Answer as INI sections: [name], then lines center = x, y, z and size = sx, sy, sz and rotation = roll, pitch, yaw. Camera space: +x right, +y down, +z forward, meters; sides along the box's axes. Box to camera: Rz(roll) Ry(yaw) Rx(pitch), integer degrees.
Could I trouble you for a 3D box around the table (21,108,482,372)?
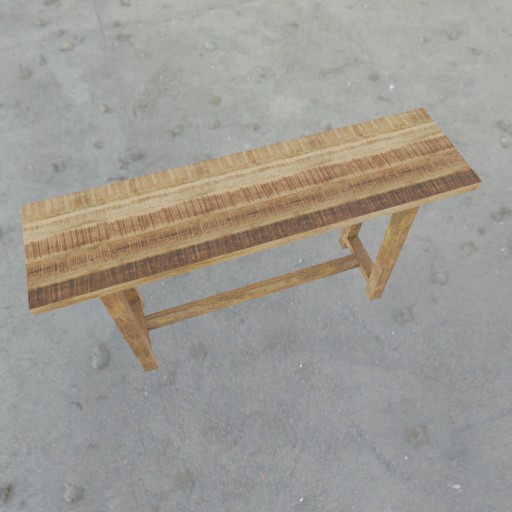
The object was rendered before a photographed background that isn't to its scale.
[table]
center = 0.000, 0.000, 1.857
size = 1.524, 0.810, 0.405
rotation = -16, 60, -10
